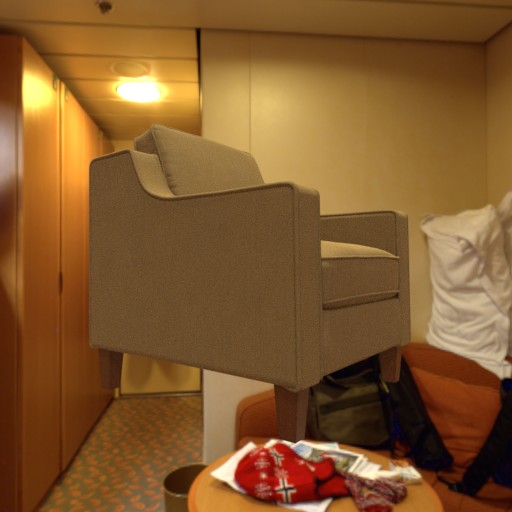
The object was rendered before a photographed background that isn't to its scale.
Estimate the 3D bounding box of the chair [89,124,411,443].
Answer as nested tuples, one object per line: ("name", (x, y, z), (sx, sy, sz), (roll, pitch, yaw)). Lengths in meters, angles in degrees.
("chair", (0.000, 0.000, 1.664), (0.909, 0.960, 0.831), (-1, -1, 37))
